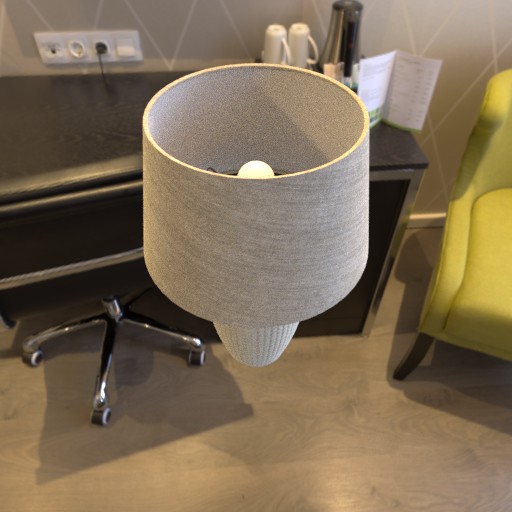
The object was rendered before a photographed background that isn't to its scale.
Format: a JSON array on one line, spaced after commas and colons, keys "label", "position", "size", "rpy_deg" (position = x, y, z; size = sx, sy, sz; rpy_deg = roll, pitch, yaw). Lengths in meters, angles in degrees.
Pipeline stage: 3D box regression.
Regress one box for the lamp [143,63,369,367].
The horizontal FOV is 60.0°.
[{"label": "lamp", "position": [0.000, 0.000, 0.820], "size": [0.390, 0.580, 0.390], "rpy_deg": [0, 47, 0]}]
